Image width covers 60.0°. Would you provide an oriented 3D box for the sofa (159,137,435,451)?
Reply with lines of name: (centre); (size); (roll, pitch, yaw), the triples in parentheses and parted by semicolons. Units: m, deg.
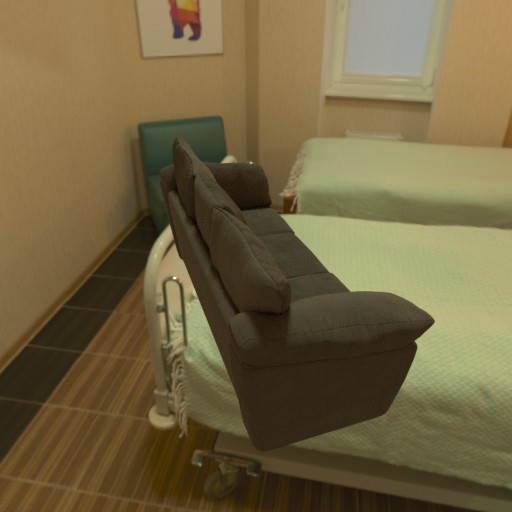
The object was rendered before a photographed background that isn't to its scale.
sofa: (0.000, 0.000, 2.867); (0.878, 1.073, 2.336); (-10, 32, -16)
